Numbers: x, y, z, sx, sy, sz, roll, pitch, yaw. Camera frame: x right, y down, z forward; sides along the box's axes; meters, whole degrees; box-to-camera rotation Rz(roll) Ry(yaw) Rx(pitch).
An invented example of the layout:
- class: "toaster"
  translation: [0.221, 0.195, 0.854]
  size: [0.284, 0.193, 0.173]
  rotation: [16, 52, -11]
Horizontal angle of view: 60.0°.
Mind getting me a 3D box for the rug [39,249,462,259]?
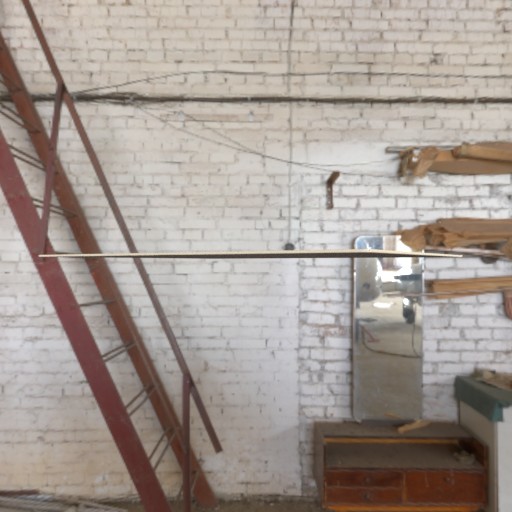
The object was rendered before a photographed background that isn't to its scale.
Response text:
- class: "rug"
  translation: [0.000, 0.000, 4.041]
  size: [3.051, 0.020, 2.407]
  rotation: [-1, -1, 35]
